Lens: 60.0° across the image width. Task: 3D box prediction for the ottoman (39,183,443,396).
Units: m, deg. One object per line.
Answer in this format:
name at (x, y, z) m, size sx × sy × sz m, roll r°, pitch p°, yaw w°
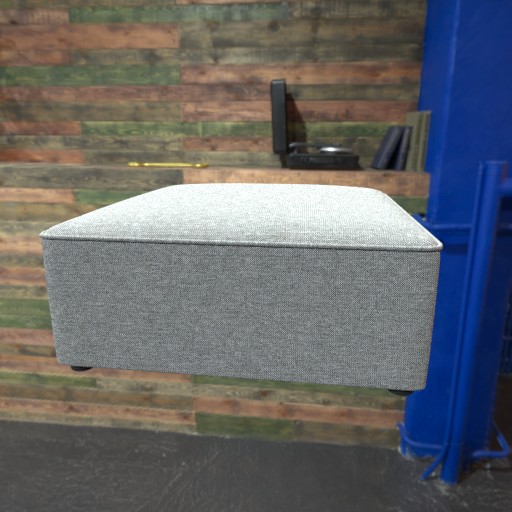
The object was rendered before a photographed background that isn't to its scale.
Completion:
ottoman at (0.000, 0.000, 1.575) m, size 1.005 × 0.455 × 1.005 m, roll 2°, pitch 15°, yaw 8°
